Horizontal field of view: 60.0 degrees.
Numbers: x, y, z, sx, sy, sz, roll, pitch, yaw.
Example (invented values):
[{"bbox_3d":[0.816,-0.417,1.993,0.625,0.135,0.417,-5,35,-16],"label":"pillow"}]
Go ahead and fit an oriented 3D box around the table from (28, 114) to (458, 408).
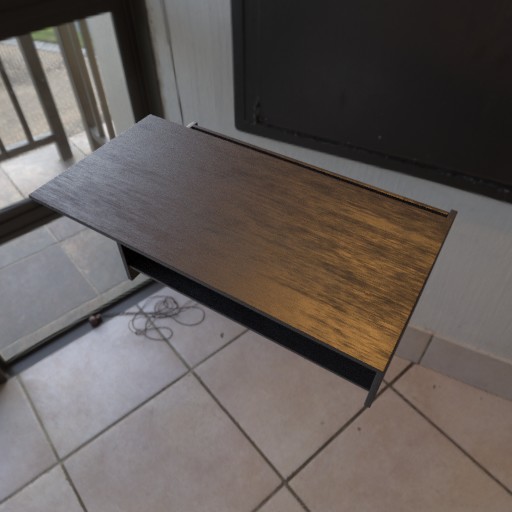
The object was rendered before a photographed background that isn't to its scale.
[{"bbox_3d":[0.000,0.000,1.426,1.000,0.570,0.712,24,51,21],"label":"table"}]
